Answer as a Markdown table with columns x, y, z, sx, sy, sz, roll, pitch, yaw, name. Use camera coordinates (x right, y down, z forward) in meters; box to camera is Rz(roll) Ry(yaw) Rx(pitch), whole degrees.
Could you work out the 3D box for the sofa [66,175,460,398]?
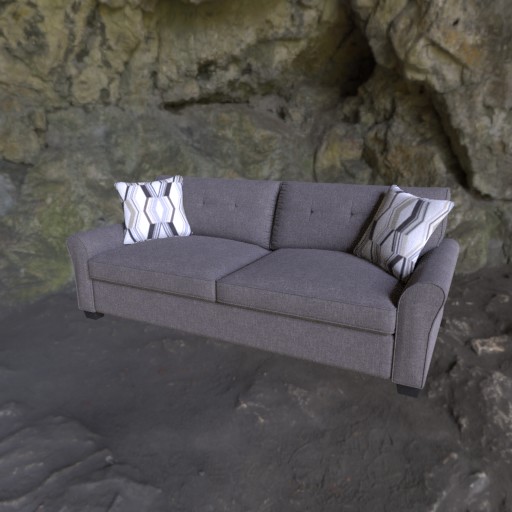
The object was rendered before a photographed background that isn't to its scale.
| x | y | z | sx | sy | sz | roll | pitch | yaw | name |
| --- | --- | --- | --- | --- | --- | --- | --- | --- | --- |
| 0.000 | 0.000 | 2.486 | 2.032 | 0.813 | 0.889 | 7 | 16 | 26 | sofa |
